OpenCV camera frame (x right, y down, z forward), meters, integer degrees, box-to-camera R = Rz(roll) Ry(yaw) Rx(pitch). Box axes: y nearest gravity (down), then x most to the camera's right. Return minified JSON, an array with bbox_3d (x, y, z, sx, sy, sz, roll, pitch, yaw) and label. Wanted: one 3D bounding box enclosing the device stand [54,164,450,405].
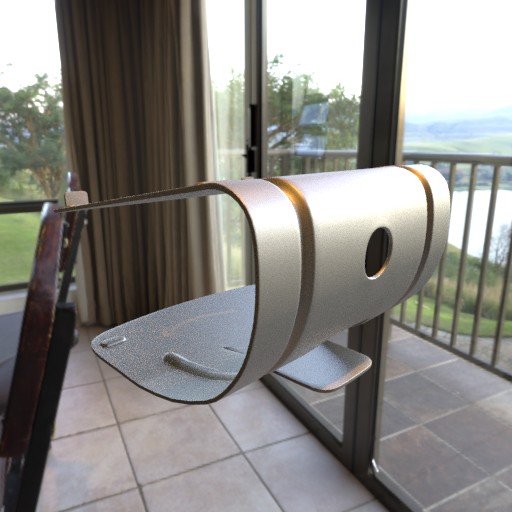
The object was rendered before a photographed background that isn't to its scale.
[{"bbox_3d":[0.000,0.000,0.388,0.236,0.155,0.256,14,20,43],"label":"device stand"}]
